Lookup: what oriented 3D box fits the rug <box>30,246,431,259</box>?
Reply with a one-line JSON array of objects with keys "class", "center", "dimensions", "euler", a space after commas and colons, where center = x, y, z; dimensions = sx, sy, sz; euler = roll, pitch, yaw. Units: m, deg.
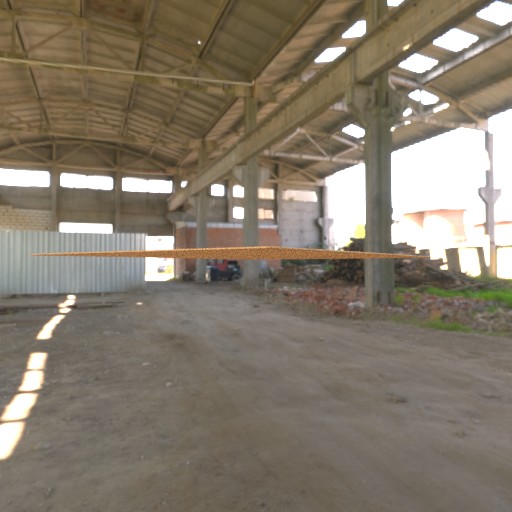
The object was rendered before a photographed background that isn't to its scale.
[{"class": "rug", "center": [0.000, 0.000, 4.171], "dimensions": [2.439, 0.013, 3.048], "euler": [-1, -2, 36]}]
